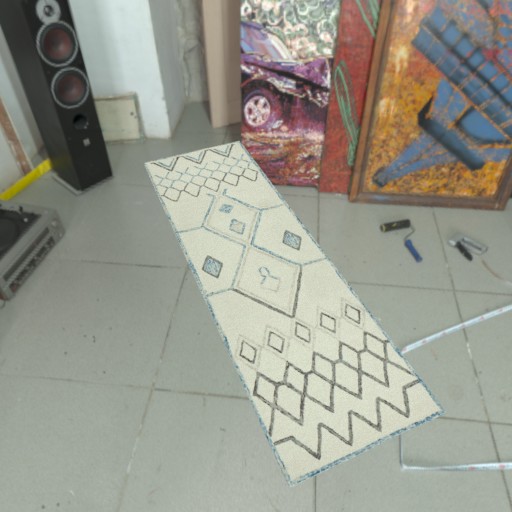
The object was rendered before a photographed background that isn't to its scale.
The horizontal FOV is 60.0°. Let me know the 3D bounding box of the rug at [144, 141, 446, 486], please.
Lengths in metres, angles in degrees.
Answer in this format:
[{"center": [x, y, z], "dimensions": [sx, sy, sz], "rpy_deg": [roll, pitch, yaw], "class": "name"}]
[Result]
[{"center": [0.000, 0.000, 2.623], "dimensions": [0.770, 0.013, 2.434], "rpy_deg": [-17, 48, -16], "class": "rug"}]
